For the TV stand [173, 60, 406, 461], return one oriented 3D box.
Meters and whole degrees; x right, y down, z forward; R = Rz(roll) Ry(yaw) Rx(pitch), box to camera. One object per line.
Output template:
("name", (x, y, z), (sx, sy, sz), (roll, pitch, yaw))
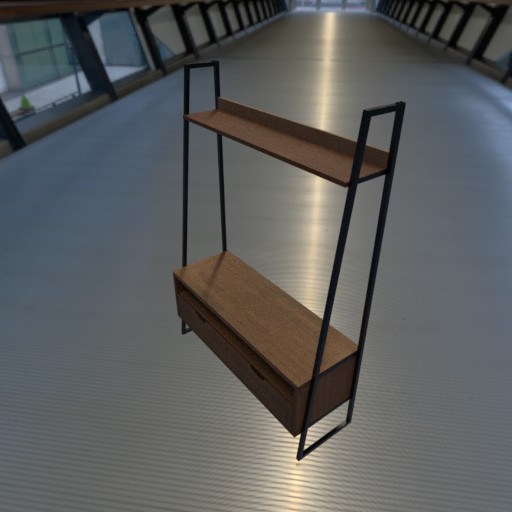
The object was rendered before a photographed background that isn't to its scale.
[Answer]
("TV stand", (0.000, 0.000, 2.378), (0.432, 1.772, 1.250), (-22, 38, -31))
